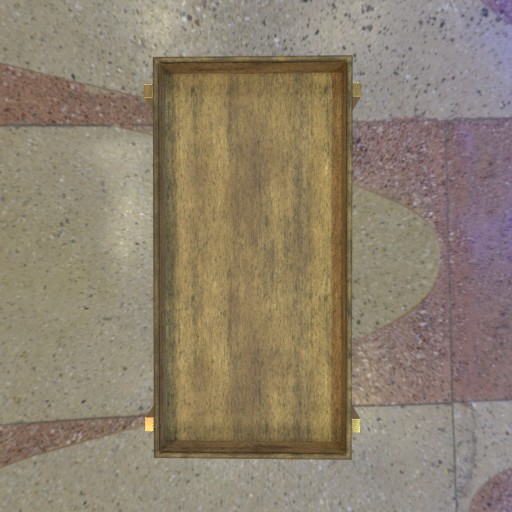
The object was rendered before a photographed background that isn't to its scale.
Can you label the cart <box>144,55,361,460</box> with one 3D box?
[{"bbox_3d":[0.000,0.000,1.223,0.416,0.799,0.750,0,91,1],"label":"cart"}]
